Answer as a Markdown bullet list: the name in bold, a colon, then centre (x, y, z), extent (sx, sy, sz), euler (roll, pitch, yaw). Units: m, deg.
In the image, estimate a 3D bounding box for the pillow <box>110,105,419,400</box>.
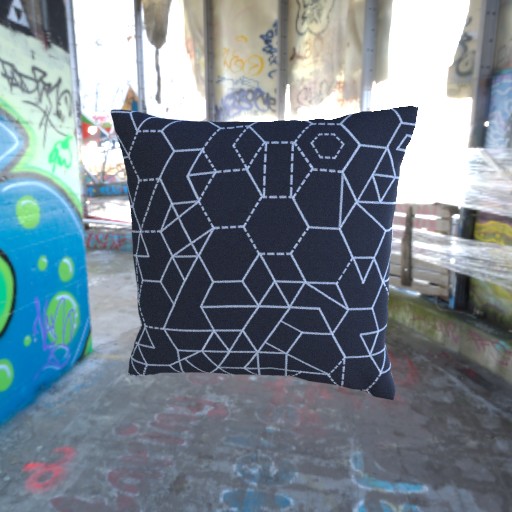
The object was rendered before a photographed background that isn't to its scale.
- **pillow**: centre (0.000, 0.000, 0.791), extent (0.517, 0.508, 0.158), euler (2, 13, 9)
